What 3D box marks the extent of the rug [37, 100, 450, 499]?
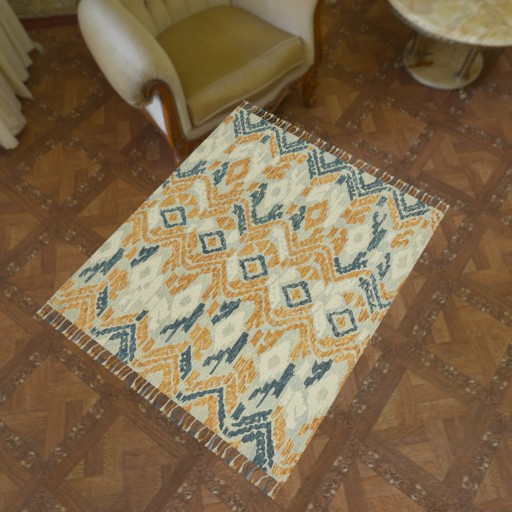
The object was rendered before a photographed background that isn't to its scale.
[{"bbox_3d":[0.000,0.000,4.020,2.439,0.010,3.048,32,67,15],"label":"rug"}]
